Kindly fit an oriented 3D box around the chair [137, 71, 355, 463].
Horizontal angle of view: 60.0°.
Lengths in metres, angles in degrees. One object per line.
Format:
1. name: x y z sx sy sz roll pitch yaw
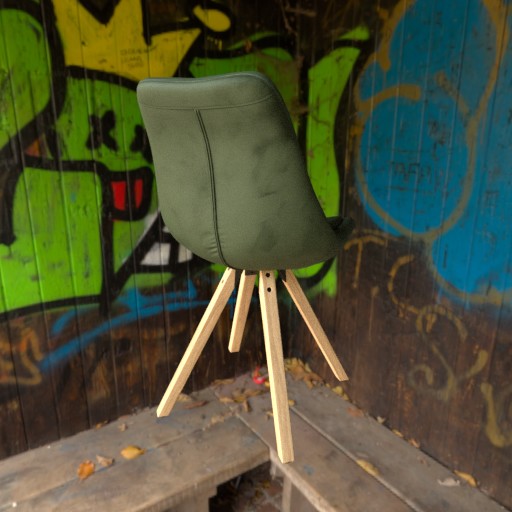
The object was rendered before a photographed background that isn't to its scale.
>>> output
1. chair: 0.000 0.000 1.199 0.483 0.865 0.547 8 18 27
